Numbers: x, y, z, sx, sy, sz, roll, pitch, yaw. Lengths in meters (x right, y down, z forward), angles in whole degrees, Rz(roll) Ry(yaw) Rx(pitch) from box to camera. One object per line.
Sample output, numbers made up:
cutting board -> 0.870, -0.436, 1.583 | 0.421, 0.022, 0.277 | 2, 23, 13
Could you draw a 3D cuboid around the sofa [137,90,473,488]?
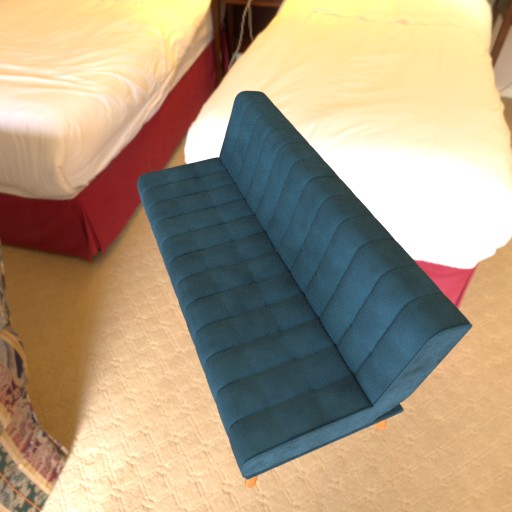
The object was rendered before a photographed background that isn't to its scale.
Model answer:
sofa -> 0.000, 0.000, 2.227 | 0.855, 0.813, 1.804 | -17, 49, -15
